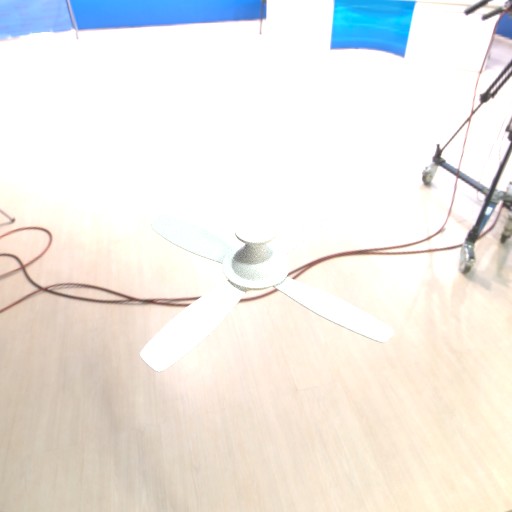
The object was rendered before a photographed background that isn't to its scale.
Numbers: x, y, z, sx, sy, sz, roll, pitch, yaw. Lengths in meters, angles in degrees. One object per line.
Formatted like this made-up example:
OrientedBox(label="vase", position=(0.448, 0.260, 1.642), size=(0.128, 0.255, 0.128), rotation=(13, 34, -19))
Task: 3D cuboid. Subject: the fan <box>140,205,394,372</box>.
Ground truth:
OrientedBox(label="fan", position=(0.000, 0.000, 2.546), size=(1.693, 0.382, 1.694), rotation=(26, 47, 28))
